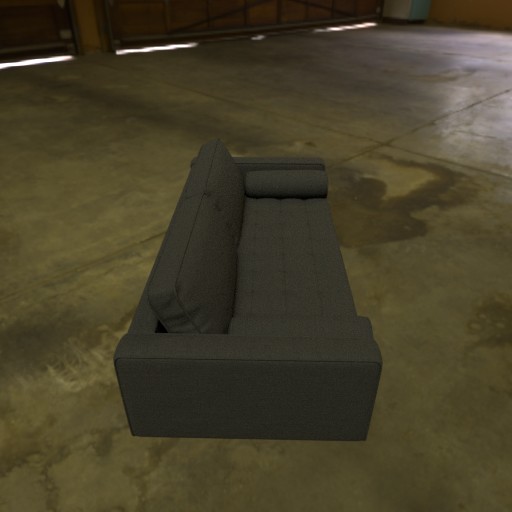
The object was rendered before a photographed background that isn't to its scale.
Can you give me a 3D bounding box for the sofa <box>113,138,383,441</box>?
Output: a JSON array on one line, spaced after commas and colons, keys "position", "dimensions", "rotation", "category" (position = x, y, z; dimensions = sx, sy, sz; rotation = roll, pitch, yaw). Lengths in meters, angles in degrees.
[{"position": [0.000, 0.000, 2.323], "dimensions": [0.914, 0.759, 1.875], "rotation": [1, 33, 1], "category": "sofa"}]
